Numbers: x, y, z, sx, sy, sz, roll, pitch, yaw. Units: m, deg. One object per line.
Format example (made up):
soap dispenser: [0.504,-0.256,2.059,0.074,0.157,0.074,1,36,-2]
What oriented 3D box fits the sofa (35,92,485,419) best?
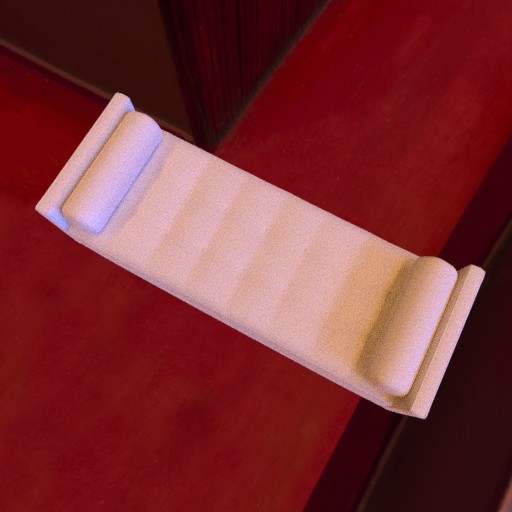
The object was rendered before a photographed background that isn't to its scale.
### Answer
sofa: [0.000,0.000,2.320,1.985,0.641,0.746,27,77,7]
